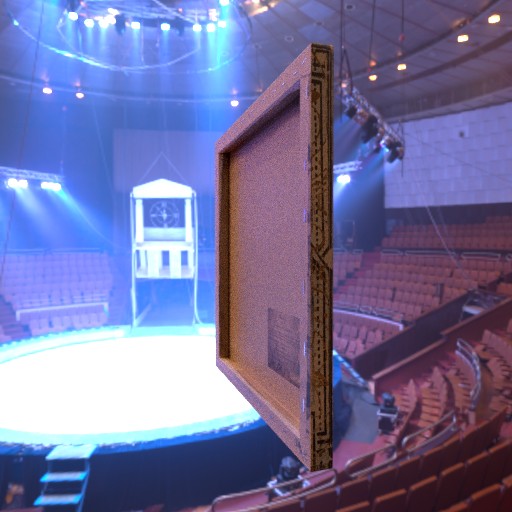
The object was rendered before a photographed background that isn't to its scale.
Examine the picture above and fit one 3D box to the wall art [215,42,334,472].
[{"bbox_3d":[0.000,0.000,0.918,0.036,0.607,0.609,0,1,-18],"label":"wall art"}]
